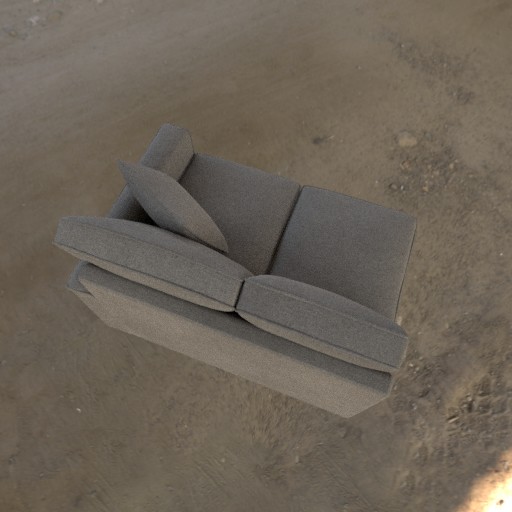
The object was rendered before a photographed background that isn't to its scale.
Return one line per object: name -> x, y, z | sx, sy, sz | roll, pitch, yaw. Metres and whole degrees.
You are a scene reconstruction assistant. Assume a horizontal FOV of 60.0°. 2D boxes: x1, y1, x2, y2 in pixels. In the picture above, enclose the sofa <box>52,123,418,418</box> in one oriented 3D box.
sofa -> 0.000, 0.000, 2.103 | 1.388, 0.989, 0.991 | 19, 66, 9
